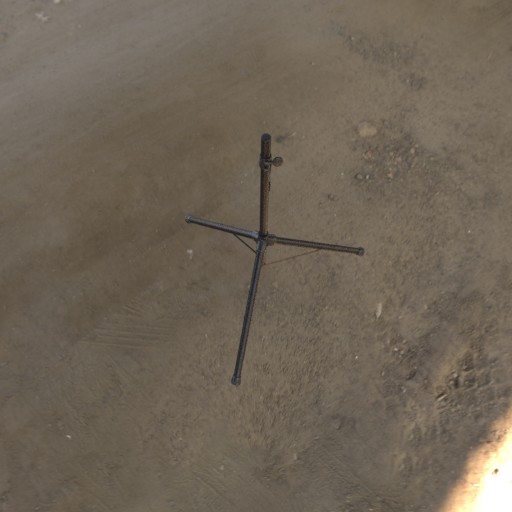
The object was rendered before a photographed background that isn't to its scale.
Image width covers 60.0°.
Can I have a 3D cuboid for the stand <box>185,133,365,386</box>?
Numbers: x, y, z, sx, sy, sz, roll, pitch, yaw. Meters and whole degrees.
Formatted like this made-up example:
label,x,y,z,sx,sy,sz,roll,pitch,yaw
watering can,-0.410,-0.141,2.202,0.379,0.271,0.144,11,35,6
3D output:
label,x,y,z,sx,sy,sz,roll,pitch,yaw
stand,0.000,0.000,1.881,1.045,1.136,0.907,13,64,6
